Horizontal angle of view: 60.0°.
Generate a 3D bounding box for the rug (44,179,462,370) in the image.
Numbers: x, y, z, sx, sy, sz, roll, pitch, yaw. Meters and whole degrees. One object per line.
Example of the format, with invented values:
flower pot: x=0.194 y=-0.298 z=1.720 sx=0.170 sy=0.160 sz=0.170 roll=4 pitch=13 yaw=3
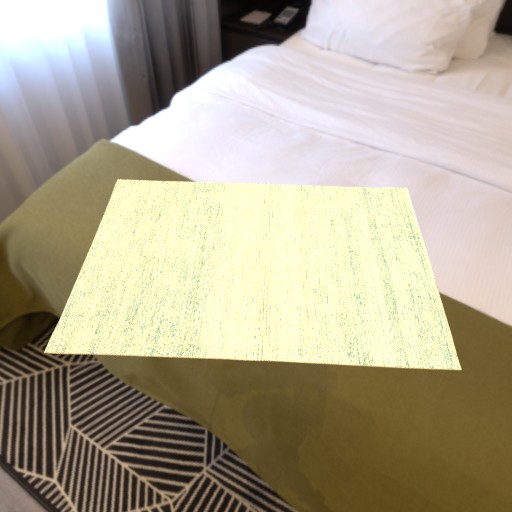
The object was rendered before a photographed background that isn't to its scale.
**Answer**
rug: x=0.000 y=0.000 z=2.968 sx=2.305 sy=0.029 sz=1.593 roll=2 pitch=46 yaw=2
